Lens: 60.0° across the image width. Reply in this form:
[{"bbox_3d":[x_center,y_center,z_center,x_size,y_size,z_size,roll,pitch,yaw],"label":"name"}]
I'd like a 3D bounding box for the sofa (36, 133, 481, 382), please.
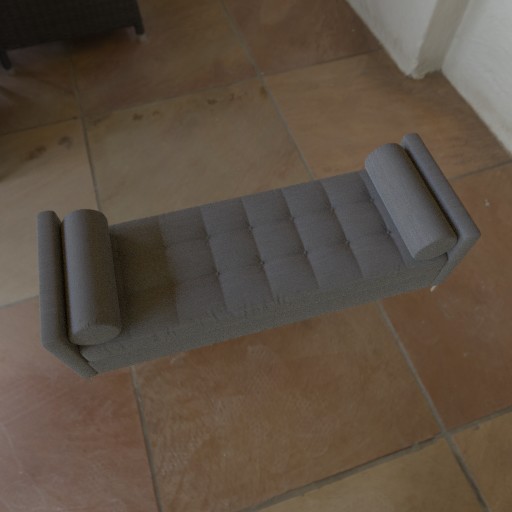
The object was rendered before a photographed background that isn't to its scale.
[{"bbox_3d":[0.000,0.000,2.325,1.981,0.635,0.686,-14,61,-8],"label":"sofa"}]
